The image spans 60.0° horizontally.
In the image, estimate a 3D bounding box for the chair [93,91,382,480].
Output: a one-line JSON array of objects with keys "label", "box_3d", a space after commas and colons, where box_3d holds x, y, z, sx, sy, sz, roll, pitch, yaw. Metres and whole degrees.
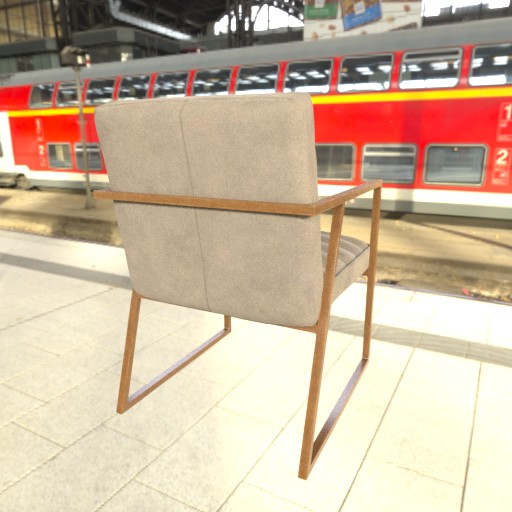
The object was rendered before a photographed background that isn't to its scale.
[{"label": "chair", "box_3d": [0.000, 0.000, 1.299, 0.578, 0.843, 0.682, 7, 17, 26]}]
